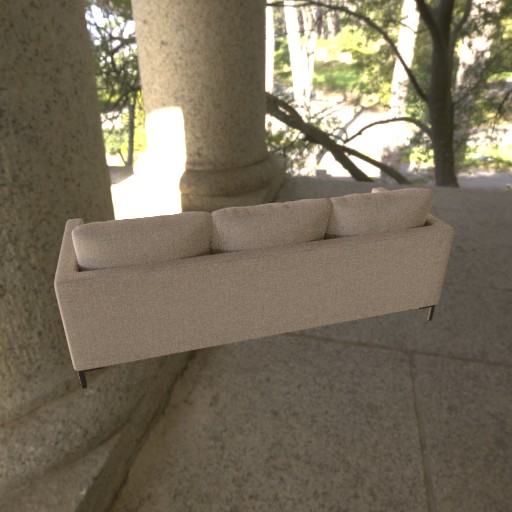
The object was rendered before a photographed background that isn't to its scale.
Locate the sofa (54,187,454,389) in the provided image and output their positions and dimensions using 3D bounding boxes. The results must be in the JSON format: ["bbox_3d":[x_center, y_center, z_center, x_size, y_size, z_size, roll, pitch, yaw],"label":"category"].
[{"bbox_3d":[0.000,0.000,2.792,2.218,0.874,0.859,-8,28,-15],"label":"sofa"}]
